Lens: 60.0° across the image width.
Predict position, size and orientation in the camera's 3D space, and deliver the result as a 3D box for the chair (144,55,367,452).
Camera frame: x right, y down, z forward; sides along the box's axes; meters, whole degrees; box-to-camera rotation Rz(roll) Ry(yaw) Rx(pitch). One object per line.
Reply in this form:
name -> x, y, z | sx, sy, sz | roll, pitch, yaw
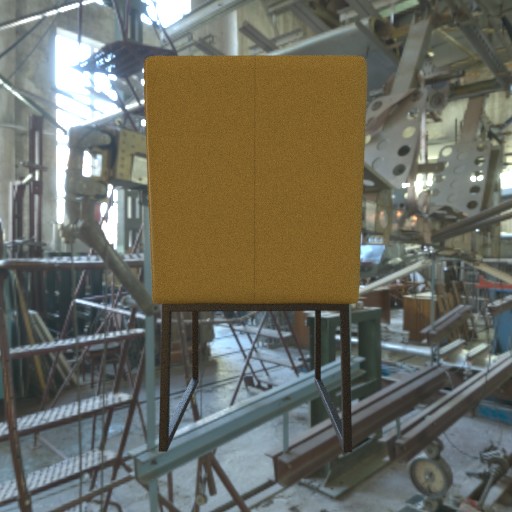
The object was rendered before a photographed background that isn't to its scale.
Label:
chair -> 0.000, 0.000, 1.308 | 0.520, 0.930, 0.634 | 0, 1, 0
